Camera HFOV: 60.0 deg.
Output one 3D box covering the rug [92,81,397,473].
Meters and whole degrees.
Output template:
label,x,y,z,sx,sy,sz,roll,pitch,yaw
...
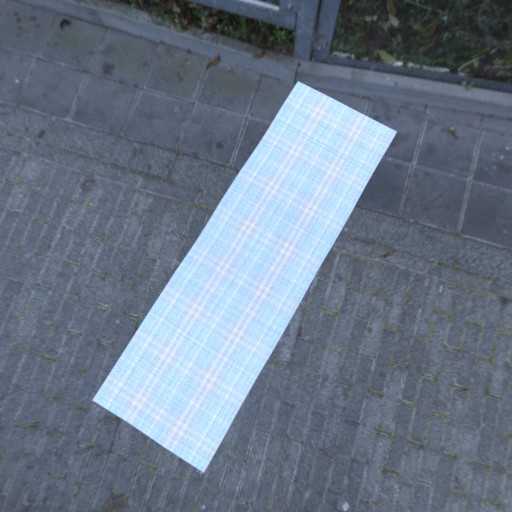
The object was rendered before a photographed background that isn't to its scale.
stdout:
label,x,y,z,sx,sy,sz,roll,pitch,yaw
rug,0.000,0.000,2.765,0.762,0.013,2.439,30,78,7
